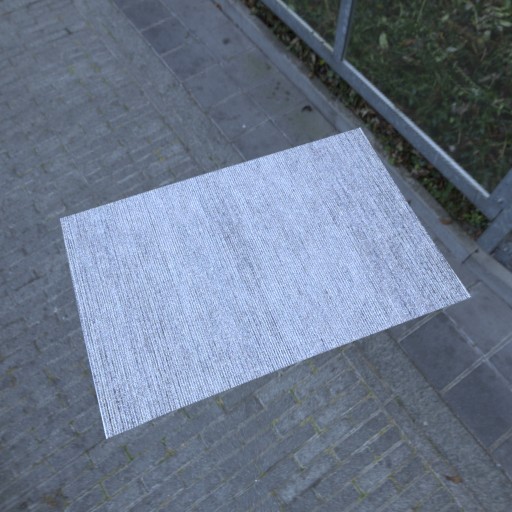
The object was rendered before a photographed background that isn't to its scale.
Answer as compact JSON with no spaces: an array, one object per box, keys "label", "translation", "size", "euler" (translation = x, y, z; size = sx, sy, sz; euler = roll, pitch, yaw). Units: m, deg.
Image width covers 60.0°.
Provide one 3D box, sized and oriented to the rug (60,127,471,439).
[{"label":"rug","translation":[0.000,0.000,2.240],"size":[1.789,0.021,1.159],"euler":[-19,65,-9]}]
